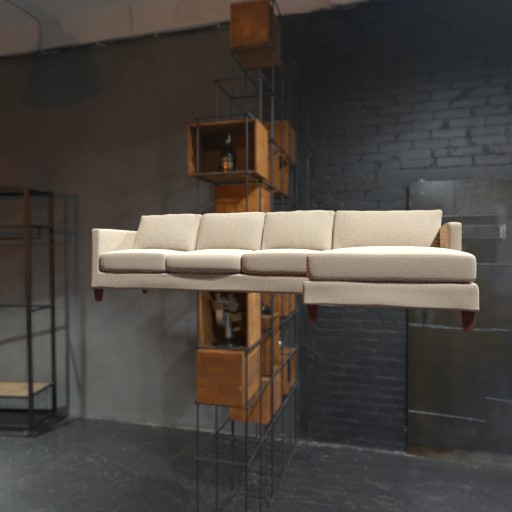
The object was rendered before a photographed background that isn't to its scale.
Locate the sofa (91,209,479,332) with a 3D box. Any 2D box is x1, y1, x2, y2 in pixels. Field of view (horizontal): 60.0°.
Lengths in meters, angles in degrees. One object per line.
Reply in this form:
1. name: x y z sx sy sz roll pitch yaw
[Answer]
1. sofa: 0.000 0.000 3.769 3.186 0.861 1.625 0 1 18
